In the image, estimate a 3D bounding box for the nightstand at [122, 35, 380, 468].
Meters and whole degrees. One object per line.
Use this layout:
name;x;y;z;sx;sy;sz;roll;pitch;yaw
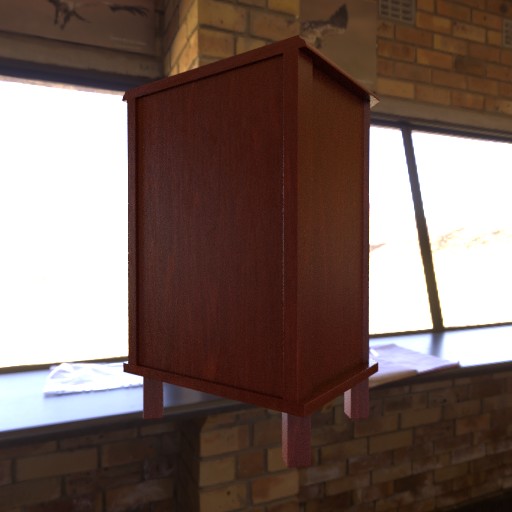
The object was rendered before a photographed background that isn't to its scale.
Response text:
nightstand;0.000;0.000;0.940;0.435;0.681;0.351;1;1;36
